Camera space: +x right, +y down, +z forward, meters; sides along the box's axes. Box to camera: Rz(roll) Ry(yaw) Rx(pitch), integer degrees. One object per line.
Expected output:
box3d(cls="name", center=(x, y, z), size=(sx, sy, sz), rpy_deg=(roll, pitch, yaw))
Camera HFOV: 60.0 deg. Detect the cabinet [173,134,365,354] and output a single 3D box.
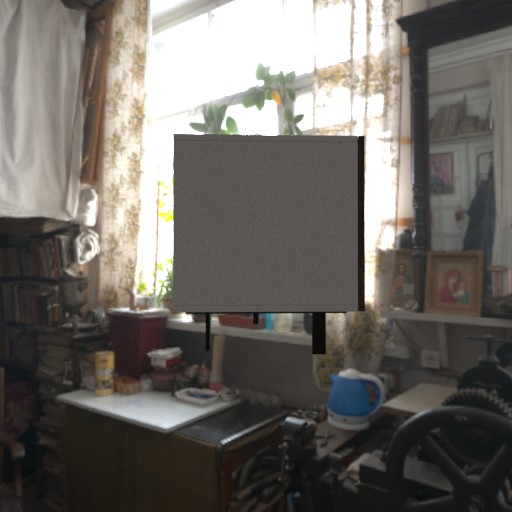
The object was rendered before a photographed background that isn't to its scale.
box3d(cls="cabinet", center=(0.000, 0.000, 1.741), size=(0.431, 0.533, 1.499), rpy_deg=(0, 0, -2))
